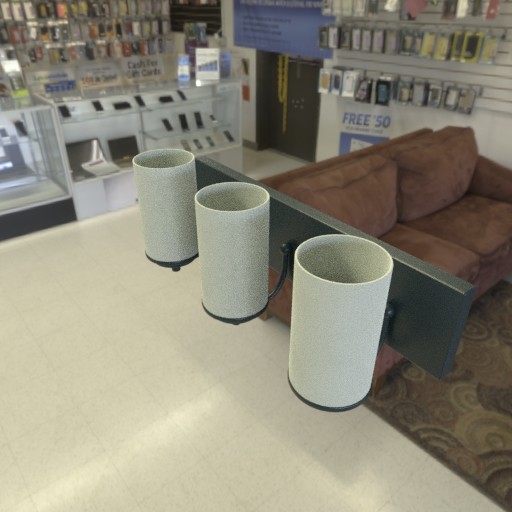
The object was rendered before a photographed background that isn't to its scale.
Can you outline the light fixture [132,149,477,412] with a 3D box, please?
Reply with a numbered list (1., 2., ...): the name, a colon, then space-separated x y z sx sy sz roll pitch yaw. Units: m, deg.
1. light fixture: 0.000 0.000 0.531 0.145 0.172 0.451 -22 37 -32
